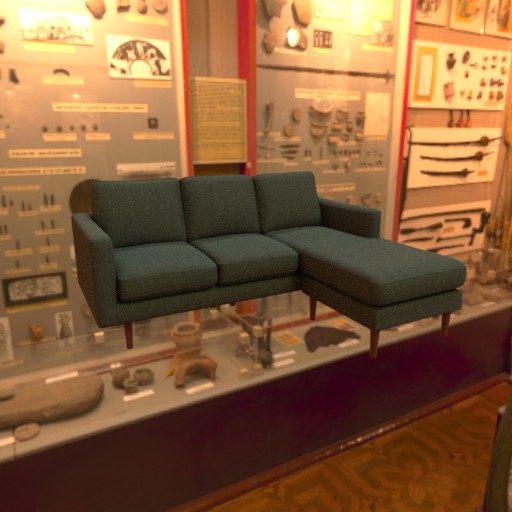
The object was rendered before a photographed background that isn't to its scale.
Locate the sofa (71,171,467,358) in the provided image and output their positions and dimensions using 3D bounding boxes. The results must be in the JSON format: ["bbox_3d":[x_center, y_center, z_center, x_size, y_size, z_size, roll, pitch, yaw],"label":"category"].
[{"bbox_3d":[0.000,0.000,2.912,2.055,0.957,1.667,-8,17,-27],"label":"sofa"}]
